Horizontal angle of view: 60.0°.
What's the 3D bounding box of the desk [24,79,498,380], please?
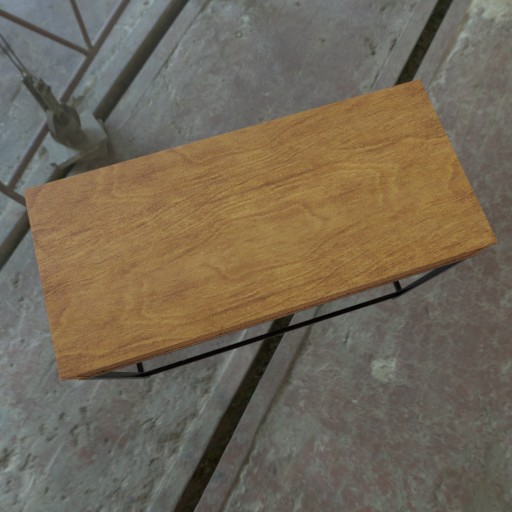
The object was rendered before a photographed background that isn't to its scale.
[{"bbox_3d":[0.000,0.000,1.403,1.016,0.762,0.470,-17,75,-5],"label":"desk"}]
